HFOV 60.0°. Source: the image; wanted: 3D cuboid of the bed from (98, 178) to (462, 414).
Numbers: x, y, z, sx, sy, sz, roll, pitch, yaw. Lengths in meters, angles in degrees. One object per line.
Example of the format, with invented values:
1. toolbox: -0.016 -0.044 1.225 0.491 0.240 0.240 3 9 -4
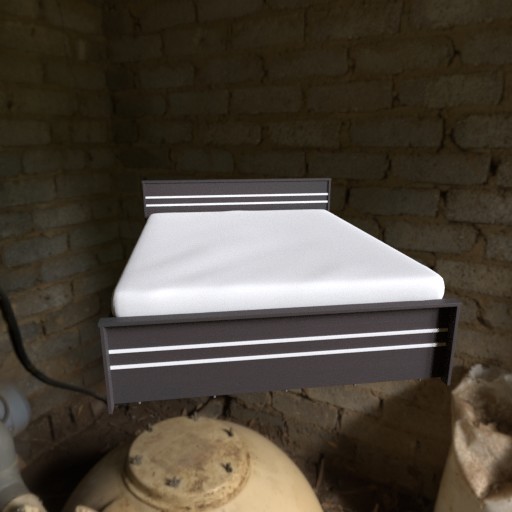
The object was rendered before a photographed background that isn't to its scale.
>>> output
1. bed: 0.000 0.000 2.962 1.634 0.808 2.103 -2 16 -8
